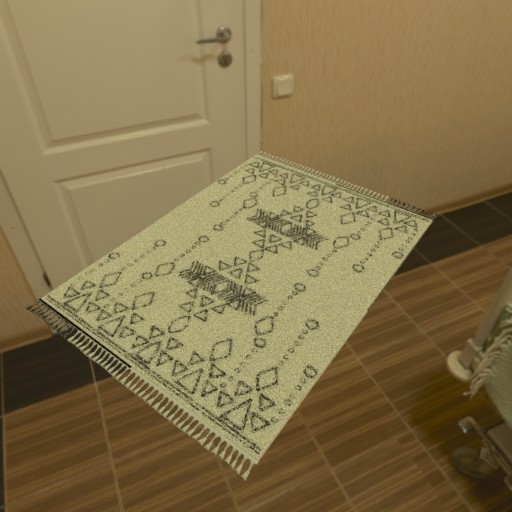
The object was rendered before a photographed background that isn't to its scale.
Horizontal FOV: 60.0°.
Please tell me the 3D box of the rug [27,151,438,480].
[{"bbox_3d":[0.000,0.000,2.896,1.600,0.013,2.312,26,48,26],"label":"rug"}]
